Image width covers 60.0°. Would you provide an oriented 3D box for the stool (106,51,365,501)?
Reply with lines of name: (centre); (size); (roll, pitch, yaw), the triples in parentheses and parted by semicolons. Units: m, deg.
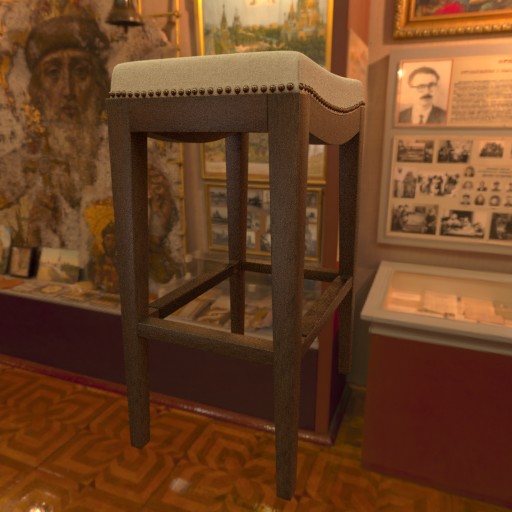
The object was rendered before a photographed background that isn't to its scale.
stool: (0.000, 0.000, 0.981); (0.358, 0.759, 0.498); (7, 17, 23)
